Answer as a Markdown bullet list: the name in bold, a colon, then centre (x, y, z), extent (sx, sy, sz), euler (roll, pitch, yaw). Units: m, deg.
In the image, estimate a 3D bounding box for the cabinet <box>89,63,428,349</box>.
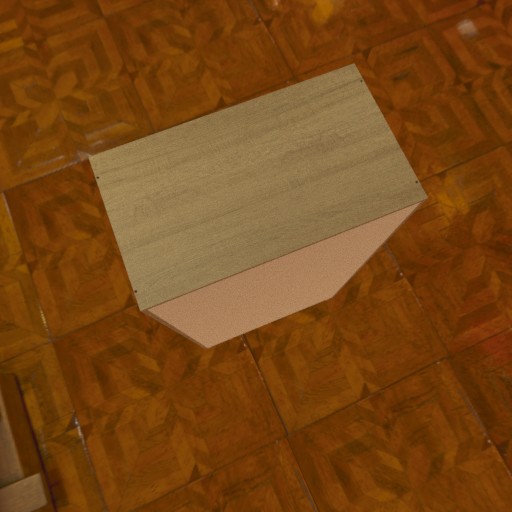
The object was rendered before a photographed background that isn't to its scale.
- **cabinet**: centre (0.000, 0.000, 2.460), extent (1.006, 1.999, 0.571), euler (-21, 76, -6)
